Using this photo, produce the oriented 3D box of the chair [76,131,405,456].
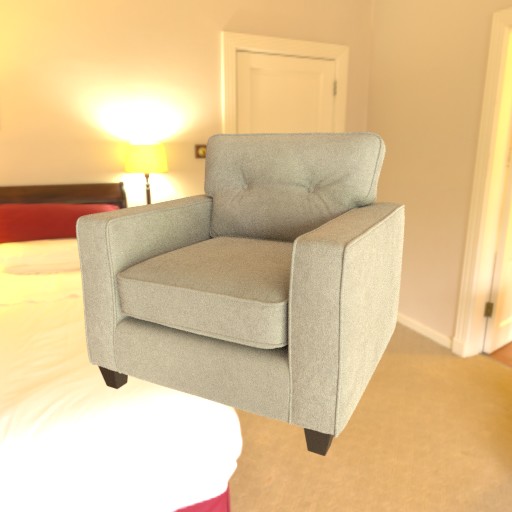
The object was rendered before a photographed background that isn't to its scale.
[{"bbox_3d":[0.000,0.000,1.777,1.015,0.965,0.939,7,16,26],"label":"chair"}]
